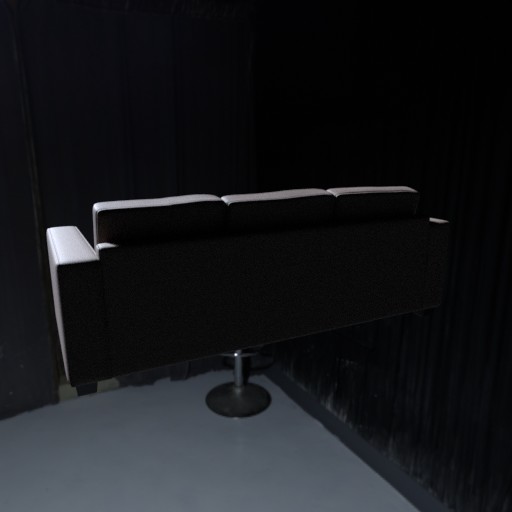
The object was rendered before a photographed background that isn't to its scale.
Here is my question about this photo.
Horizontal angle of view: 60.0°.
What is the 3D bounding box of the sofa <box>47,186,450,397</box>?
[{"bbox_3d":[0.000,0.000,2.580,2.160,0.806,0.900,-7,16,-26],"label":"sofa"}]
